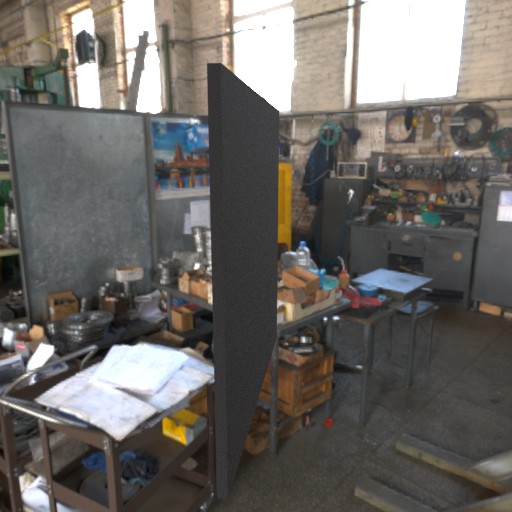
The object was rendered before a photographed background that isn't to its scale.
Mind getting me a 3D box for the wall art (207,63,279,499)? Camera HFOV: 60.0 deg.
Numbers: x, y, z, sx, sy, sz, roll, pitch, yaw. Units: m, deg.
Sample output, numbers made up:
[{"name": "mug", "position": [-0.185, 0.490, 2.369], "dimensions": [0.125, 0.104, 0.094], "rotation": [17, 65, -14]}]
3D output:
[{"name": "wall art", "position": [0.000, 0.000, 0.667], "dimensions": [0.013, 0.458, 0.456], "rotation": [2, 13, 9]}]
